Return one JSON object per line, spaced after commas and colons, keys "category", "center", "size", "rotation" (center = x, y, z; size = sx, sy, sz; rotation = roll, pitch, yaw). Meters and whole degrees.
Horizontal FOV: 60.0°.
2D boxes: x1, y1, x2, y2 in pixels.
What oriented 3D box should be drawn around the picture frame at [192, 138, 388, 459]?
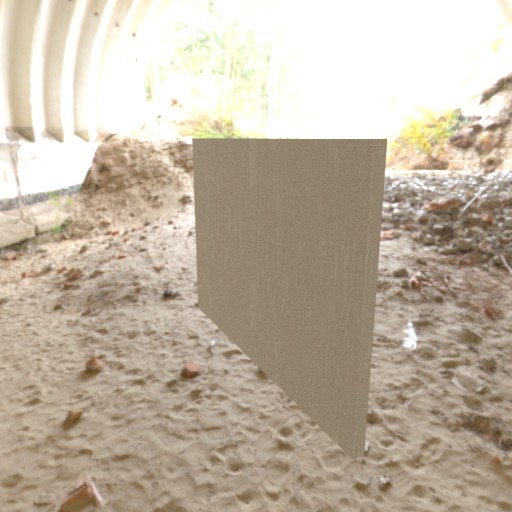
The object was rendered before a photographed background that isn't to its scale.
{"category": "picture frame", "center": [0.000, 0.000, 1.248], "size": [0.029, 0.640, 0.950], "rotation": [-7, 17, -26]}
